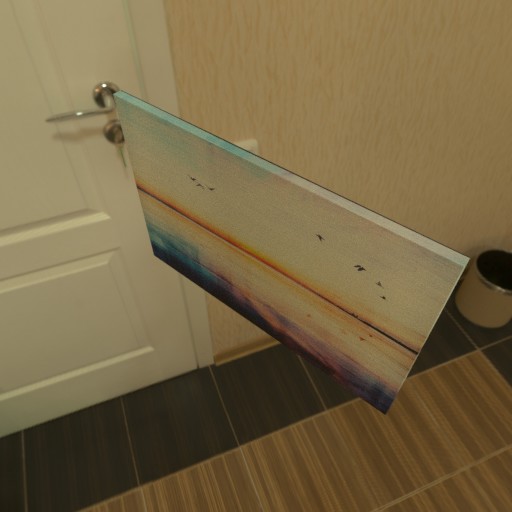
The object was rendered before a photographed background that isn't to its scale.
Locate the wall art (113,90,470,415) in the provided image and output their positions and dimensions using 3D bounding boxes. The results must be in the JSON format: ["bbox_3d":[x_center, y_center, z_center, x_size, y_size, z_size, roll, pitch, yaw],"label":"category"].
[{"bbox_3d":[0.000,0.000,0.768,0.604,0.402,0.018,31,55,25],"label":"wall art"}]
